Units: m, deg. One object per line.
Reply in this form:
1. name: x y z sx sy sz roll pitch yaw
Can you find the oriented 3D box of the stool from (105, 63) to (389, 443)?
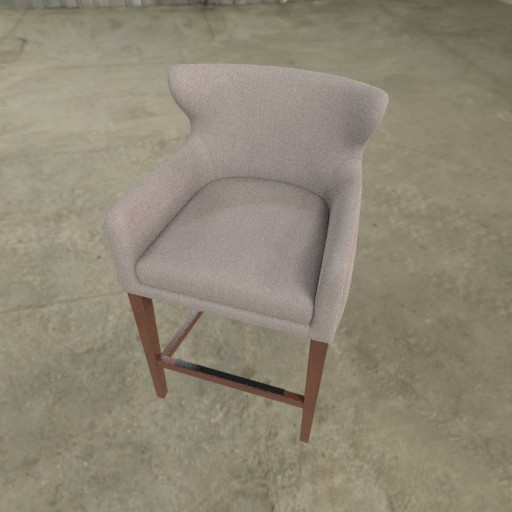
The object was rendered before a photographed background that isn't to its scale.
1. stool: 0.000 0.000 1.318 0.575 0.951 0.575 12 44 13
